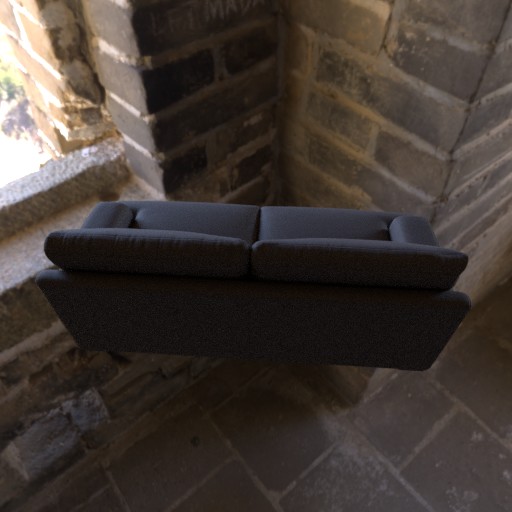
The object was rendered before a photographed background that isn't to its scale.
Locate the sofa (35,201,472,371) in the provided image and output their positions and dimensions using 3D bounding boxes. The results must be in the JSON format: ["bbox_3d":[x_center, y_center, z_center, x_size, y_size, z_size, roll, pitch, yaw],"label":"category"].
[{"bbox_3d":[0.000,0.000,2.805,2.271,0.950,1.140,3,45,3],"label":"sofa"}]
